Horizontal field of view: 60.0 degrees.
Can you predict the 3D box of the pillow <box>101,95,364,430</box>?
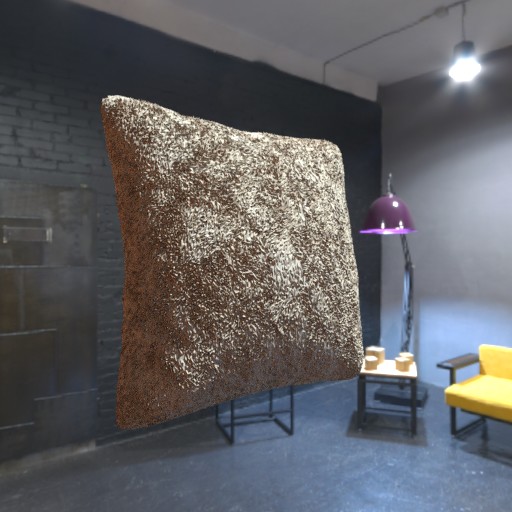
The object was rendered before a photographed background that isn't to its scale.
[{"bbox_3d":[0.000,0.000,0.814,0.529,0.515,0.218,0,0,-37],"label":"pillow"}]
